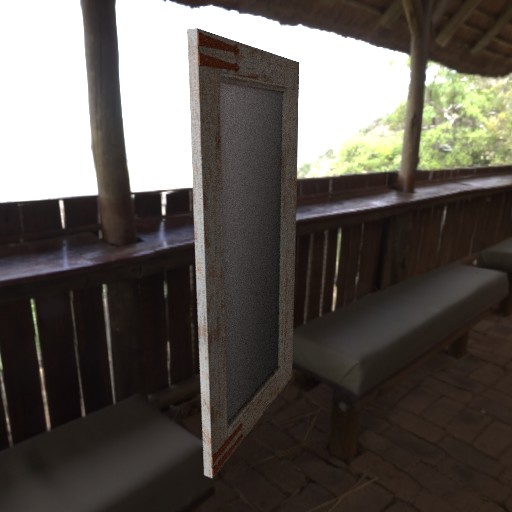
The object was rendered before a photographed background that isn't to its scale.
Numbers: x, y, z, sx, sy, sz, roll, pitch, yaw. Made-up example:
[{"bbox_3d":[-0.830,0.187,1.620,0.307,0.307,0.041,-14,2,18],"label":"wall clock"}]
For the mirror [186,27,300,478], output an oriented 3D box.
[{"bbox_3d":[0.000,0.000,1.076,0.027,0.922,0.472,8,18,26],"label":"mirror"}]
